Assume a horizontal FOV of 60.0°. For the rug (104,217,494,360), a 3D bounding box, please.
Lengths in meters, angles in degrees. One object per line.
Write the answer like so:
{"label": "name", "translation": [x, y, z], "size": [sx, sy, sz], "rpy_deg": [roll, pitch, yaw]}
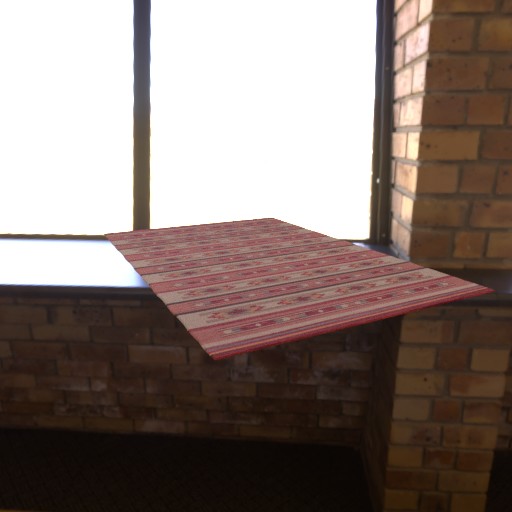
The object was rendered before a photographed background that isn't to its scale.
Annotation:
{"label": "rug", "translation": [0.000, 0.000, 2.287], "size": [1.223, 0.008, 1.817], "rpy_deg": [-8, 17, -26]}
